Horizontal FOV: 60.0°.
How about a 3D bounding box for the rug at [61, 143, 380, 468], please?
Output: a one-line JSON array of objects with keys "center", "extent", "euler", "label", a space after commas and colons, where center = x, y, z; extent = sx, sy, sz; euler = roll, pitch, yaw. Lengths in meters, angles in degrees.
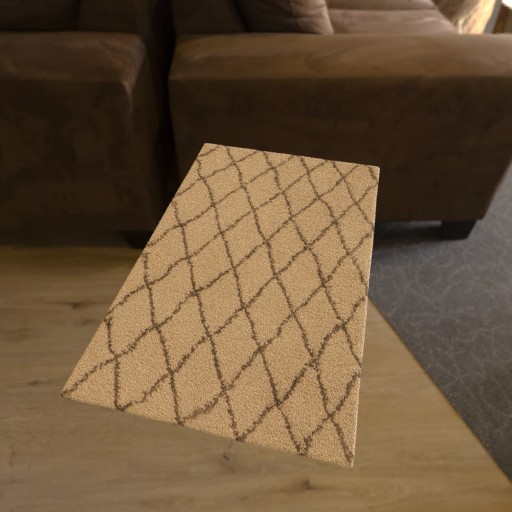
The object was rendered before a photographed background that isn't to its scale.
[{"center": [0.000, 0.000, 3.003], "extent": [1.524, 0.030, 2.438], "euler": [10, 48, 9], "label": "rug"}]
